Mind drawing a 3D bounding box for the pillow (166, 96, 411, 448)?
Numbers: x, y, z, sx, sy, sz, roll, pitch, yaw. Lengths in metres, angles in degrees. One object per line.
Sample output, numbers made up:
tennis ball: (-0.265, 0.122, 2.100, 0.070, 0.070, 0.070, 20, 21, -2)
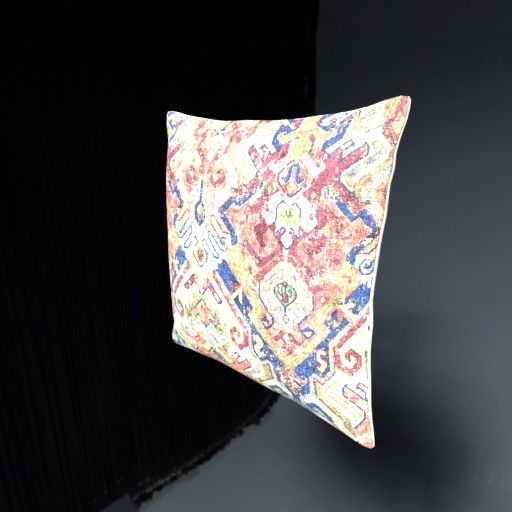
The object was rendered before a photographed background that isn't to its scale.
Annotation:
pillow: (0.000, 0.000, 0.783, 0.523, 0.506, 0.166, 15, 21, 43)
